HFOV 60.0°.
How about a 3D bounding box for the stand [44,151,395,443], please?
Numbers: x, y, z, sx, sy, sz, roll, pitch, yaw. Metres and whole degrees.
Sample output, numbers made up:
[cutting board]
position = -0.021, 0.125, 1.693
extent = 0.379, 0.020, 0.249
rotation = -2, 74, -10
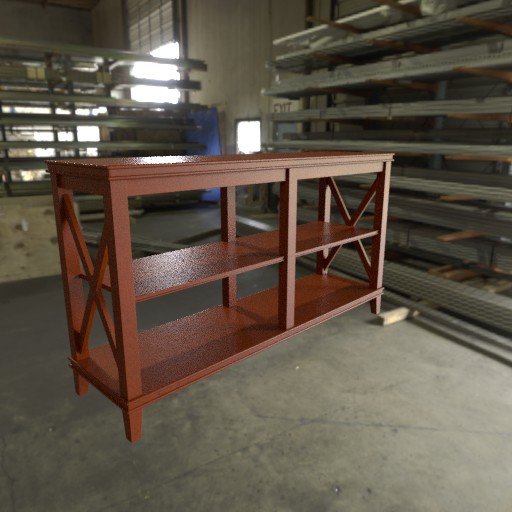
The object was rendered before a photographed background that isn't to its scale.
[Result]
[stand]
position = 0.000, 0.000, 1.730
extent = 0.381, 0.762, 1.372
rotation = 14, 20, 43
